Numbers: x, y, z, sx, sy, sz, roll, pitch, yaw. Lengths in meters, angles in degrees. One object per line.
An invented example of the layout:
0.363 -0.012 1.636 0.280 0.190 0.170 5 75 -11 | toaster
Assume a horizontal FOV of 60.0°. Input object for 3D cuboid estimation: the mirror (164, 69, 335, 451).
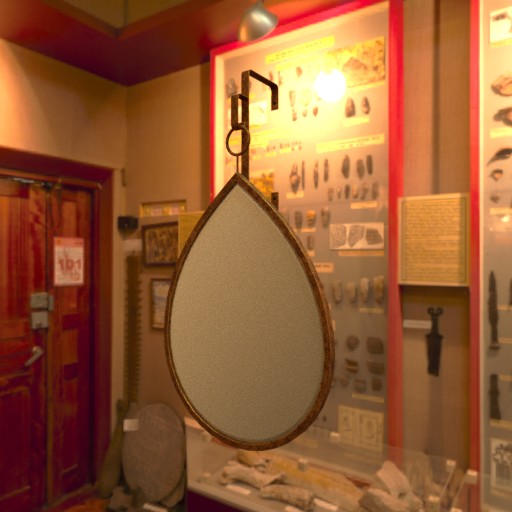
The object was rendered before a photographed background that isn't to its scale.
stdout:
0.000 0.000 0.914 0.405 0.744 0.144 0 0 36 | mirror
